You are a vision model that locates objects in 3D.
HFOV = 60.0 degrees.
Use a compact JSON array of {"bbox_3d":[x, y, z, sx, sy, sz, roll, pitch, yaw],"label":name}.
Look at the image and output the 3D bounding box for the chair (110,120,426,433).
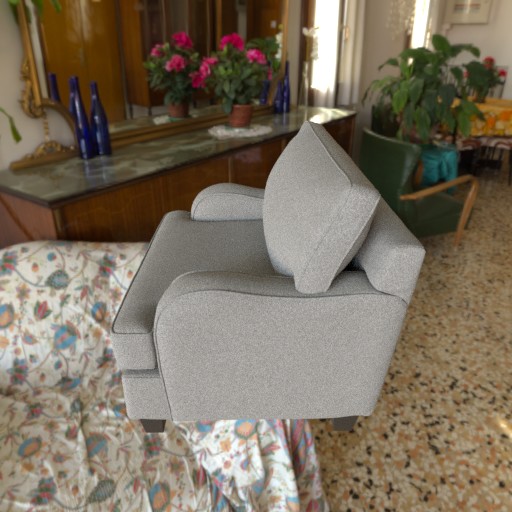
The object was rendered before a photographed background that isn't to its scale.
[{"bbox_3d":[0.000,0.000,2.017,1.040,1.016,1.220,0,26,-1],"label":"chair"}]
